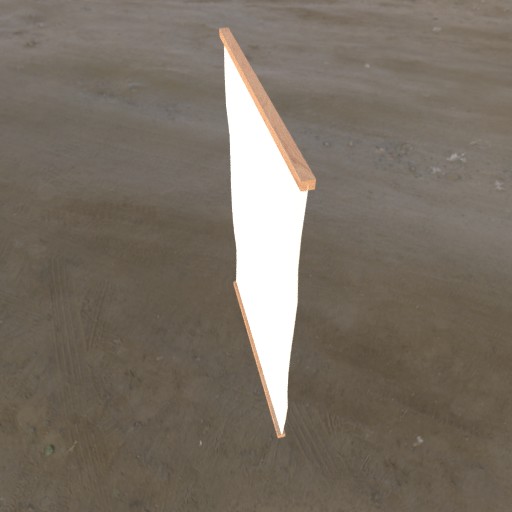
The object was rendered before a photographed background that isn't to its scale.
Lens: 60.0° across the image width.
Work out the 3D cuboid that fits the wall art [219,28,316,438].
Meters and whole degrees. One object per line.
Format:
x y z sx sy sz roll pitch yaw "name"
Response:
0.000 0.000 0.641 0.012 0.508 0.332 -10 47 -10 "wall art"
